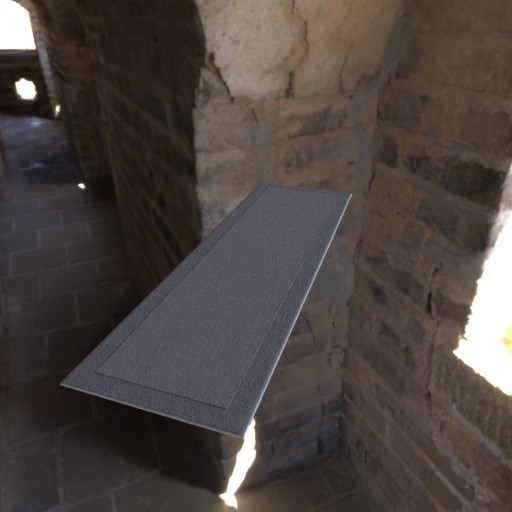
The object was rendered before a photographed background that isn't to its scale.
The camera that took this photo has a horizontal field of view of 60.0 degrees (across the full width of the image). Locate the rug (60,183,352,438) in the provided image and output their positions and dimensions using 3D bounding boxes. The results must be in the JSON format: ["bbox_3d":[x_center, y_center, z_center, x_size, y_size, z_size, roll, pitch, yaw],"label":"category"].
[{"bbox_3d":[0.000,0.000,2.604,0.759,0.012,2.430,10,30,17],"label":"rug"}]
